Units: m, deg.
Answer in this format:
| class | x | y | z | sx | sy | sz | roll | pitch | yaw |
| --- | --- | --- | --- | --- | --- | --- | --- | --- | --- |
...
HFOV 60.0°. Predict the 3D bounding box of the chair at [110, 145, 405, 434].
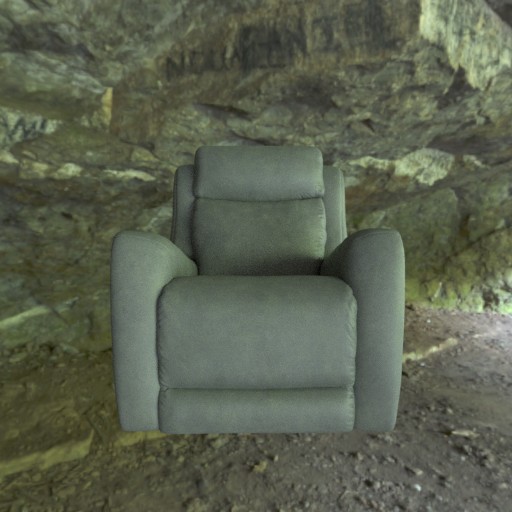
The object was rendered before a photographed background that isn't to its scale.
| class | x | y | z | sx | sy | sz | roll | pitch | yaw |
| --- | --- | --- | --- | --- | --- | --- | --- | --- | --- |
| chair | 0.000 | 0.000 | 1.879 | 0.967 | 1.116 | 1.068 | 0 | 1 | 1 |
